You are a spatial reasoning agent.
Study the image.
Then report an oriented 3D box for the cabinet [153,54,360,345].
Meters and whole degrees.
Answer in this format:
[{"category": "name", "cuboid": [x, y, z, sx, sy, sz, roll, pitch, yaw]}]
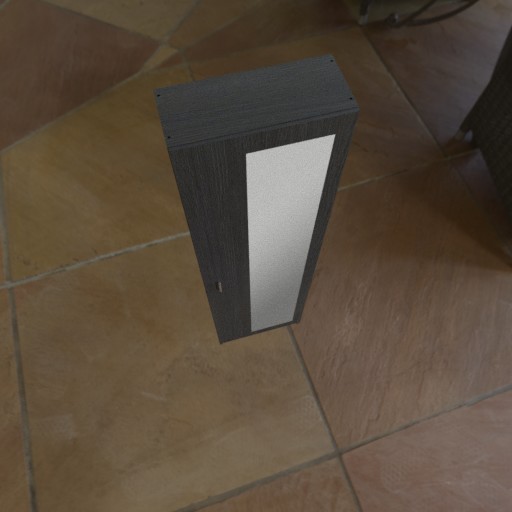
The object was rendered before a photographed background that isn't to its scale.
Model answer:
[{"category": "cabinet", "cuboid": [0.000, 0.000, 1.948, 0.500, 1.790, 0.230, -14, 64, -7]}]
